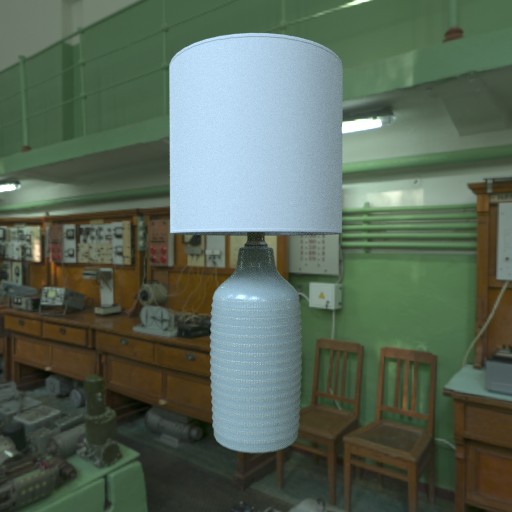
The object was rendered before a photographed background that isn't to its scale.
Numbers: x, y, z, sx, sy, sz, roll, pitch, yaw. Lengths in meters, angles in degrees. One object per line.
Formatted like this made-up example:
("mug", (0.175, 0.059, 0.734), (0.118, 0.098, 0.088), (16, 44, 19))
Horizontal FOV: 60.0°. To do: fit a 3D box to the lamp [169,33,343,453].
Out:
("lamp", (0.000, 0.000, 0.582), (0.220, 0.475, 0.220), (1, 2, 35))
